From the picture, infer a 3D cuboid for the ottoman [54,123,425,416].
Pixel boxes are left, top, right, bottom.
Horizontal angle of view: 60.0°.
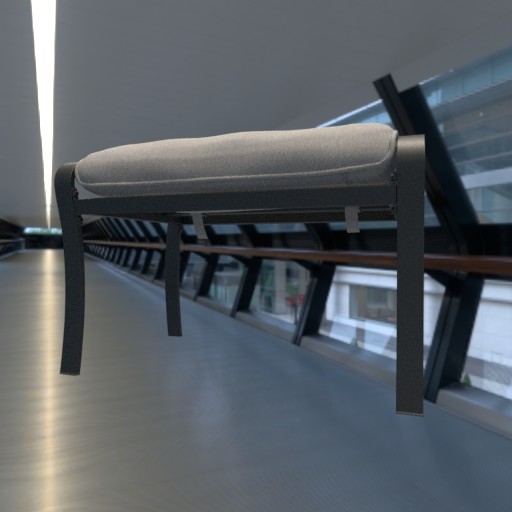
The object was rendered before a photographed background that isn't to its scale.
[{"bbox_3d":[0.000,0.000,0.870,0.610,0.422,0.406,0,1,19],"label":"ottoman"}]
